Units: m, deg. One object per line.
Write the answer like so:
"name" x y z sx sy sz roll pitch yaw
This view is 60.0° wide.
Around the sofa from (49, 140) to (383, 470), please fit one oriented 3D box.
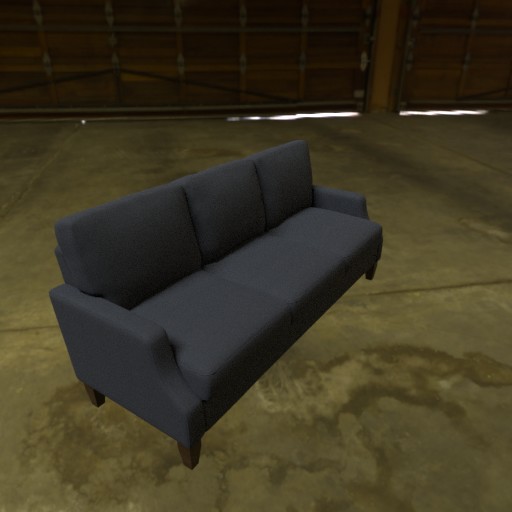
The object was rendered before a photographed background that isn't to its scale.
"sofa" 0.000 0.000 2.608 0.888 0.984 2.115 17 31 31
